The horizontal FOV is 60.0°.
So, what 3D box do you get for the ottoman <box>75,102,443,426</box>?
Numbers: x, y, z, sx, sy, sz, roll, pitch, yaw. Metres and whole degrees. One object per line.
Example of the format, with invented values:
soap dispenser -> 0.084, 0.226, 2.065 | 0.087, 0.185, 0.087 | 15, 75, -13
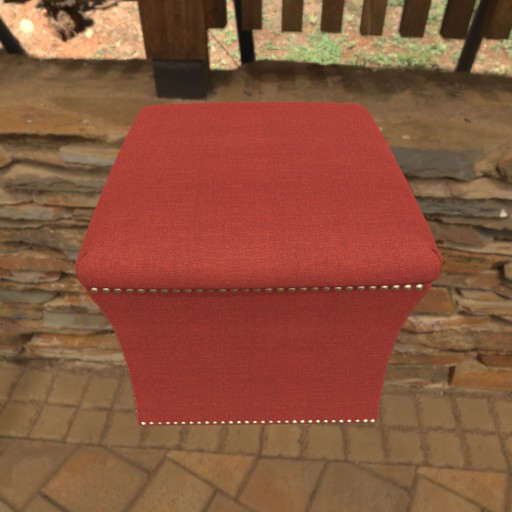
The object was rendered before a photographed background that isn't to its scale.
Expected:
ottoman -> 0.000, 0.000, 0.877 | 0.497, 0.475, 0.507 | 0, 42, -1
